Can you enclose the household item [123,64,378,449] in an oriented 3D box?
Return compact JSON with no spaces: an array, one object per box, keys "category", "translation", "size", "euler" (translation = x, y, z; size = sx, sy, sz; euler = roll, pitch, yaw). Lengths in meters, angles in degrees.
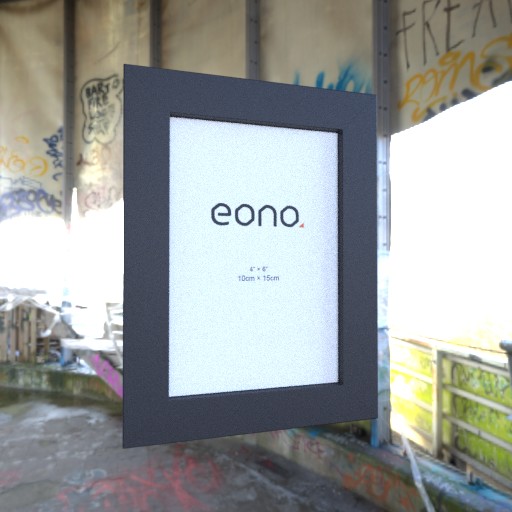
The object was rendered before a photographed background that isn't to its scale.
[{"category":"household item","translation":[0.000,0.000,0.232],"size":[0.133,0.178,0.022],"euler":[0,0,-17]}]
